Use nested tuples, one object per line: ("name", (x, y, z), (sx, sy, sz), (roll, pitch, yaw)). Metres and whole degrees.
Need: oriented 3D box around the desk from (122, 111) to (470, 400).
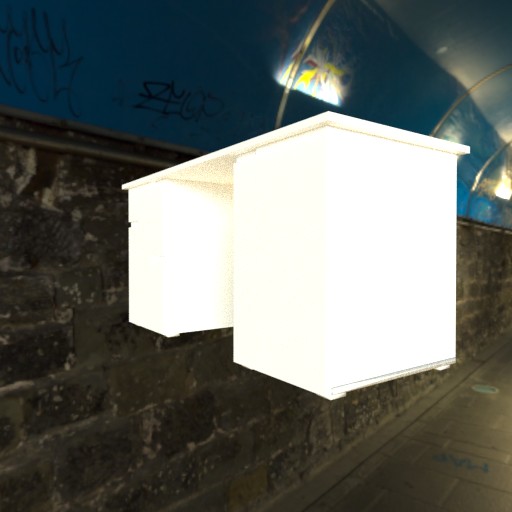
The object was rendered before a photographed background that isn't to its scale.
("desk", (0.000, 0.000, 1.969), (0.670, 0.760, 1.580), (-1, 1, -35))
